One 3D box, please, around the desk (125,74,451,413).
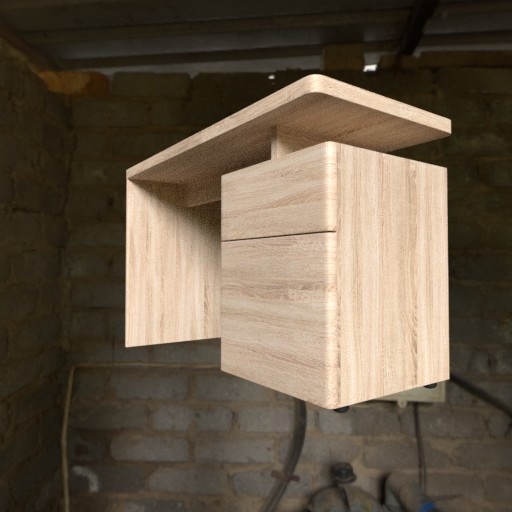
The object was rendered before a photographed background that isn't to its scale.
[{"bbox_3d":[0.000,0.000,1.594,0.550,0.760,1.200,1,-2,-36],"label":"desk"}]
